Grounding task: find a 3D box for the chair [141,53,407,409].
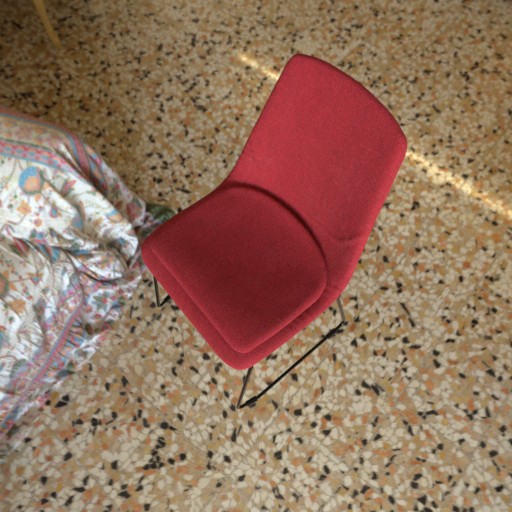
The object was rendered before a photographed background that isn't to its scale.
[{"bbox_3d":[0.000,0.000,1.156,0.518,0.858,0.479,-37,70,-16],"label":"chair"}]
